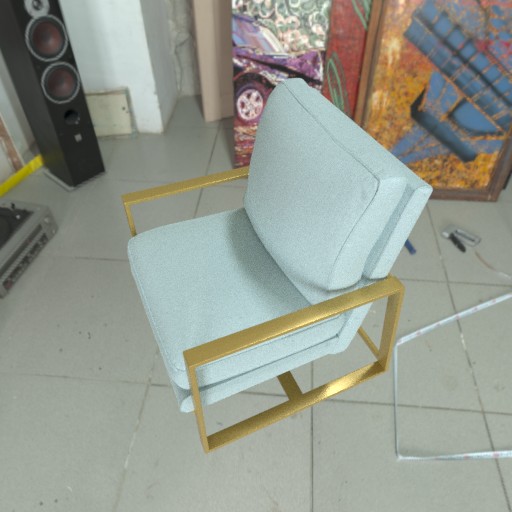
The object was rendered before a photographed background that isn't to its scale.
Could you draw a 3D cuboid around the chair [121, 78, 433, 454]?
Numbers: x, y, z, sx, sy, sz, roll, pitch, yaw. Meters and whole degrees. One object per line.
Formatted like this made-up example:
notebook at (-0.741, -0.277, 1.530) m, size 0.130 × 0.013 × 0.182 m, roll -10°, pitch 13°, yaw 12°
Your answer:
chair at (0.000, 0.000, 1.533) m, size 0.813 × 0.956 × 0.758 m, roll -18°, pitch 49°, yaw -17°
